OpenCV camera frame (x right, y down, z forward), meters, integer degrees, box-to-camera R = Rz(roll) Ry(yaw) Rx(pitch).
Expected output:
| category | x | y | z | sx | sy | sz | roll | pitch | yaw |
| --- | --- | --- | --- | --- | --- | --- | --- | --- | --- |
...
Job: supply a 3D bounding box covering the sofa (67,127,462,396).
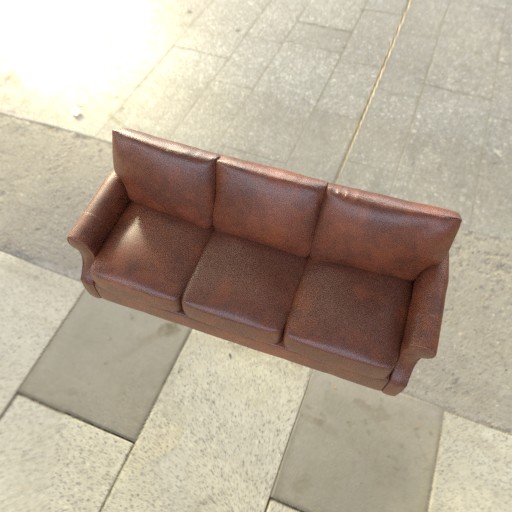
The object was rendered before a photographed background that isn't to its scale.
| category | x | y | z | sx | sy | sz | roll | pitch | yaw |
| --- | --- | --- | --- | --- | --- | --- | --- | --- | --- |
| sofa | 0.000 | 0.000 | 2.880 | 2.351 | 0.977 | 0.973 | 16 | 59 | 10 |
